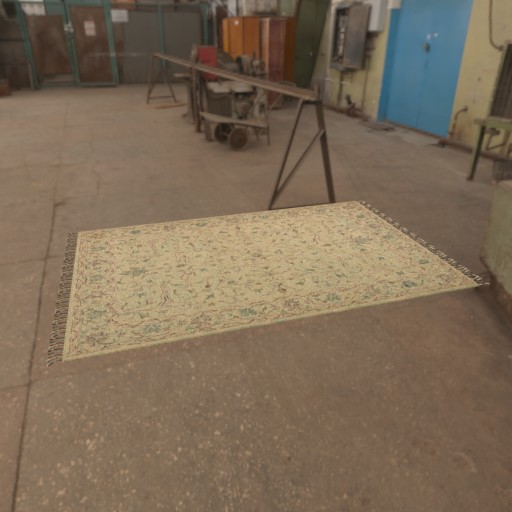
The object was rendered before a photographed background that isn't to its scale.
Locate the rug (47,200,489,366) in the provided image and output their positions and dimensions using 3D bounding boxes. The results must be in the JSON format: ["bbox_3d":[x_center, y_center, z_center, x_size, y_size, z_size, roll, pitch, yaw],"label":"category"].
[{"bbox_3d":[0.000,0.000,2.947,2.435,0.010,1.544,-8,28,-15],"label":"rug"}]
